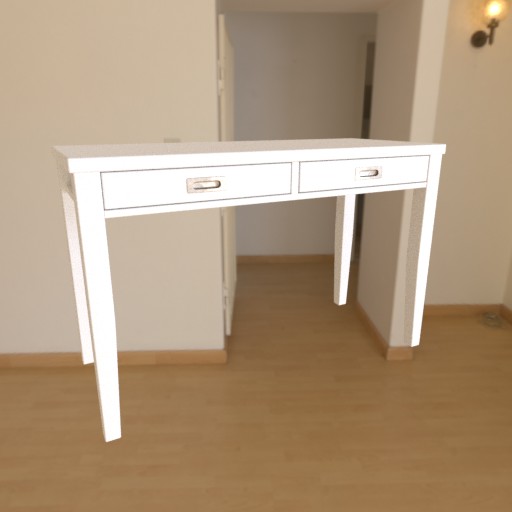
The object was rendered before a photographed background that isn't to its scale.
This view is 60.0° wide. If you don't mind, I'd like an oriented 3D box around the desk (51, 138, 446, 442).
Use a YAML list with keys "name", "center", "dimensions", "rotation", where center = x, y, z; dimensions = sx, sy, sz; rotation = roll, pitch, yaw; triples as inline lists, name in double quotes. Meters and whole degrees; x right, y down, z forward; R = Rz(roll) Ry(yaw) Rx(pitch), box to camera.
- name: "desk"
  center: [0.000, 0.000, 1.591]
  dimensions: [1.220, 0.775, 0.508]
  rotation: [-9, 19, -26]
